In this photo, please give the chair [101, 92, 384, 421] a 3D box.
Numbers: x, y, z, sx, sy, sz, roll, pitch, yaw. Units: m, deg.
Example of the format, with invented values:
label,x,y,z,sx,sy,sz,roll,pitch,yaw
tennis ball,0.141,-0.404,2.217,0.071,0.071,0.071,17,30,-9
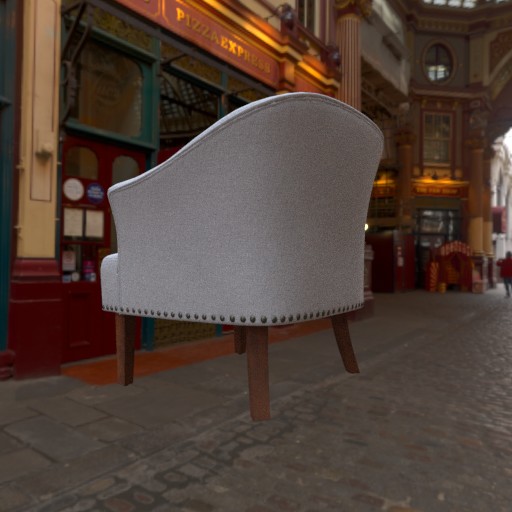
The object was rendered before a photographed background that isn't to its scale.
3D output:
label,x,y,z,sx,sy,sz,roll,pitch,yaw
chair,0.000,0.000,1.437,0.704,0.815,0.798,0,-1,36
